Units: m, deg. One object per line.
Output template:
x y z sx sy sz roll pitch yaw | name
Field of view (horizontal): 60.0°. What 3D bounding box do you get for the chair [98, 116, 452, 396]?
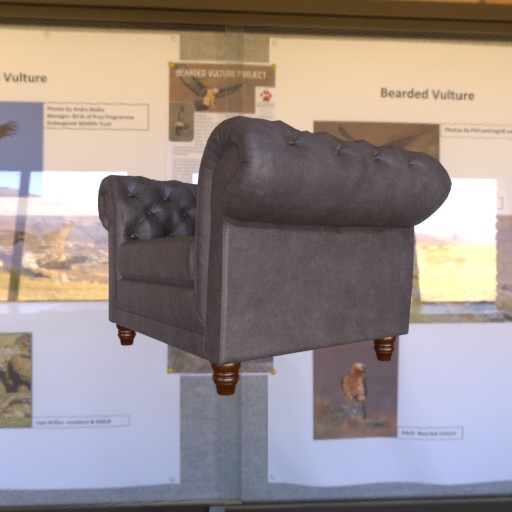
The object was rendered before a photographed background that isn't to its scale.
0.000 0.000 1.831 0.943 0.780 1.298 0 0 -35 | chair
